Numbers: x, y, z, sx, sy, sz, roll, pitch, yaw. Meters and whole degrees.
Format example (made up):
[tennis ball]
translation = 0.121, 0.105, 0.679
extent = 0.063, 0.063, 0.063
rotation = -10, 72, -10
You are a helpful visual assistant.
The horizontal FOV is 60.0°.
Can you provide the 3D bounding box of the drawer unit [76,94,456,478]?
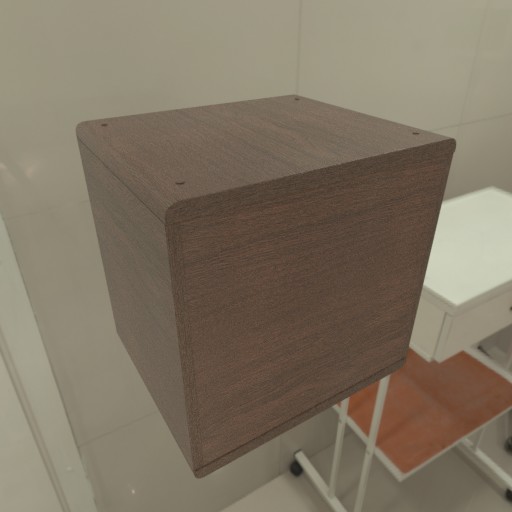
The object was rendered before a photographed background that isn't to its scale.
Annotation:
[drawer unit]
translation = 0.000, 0.000, 0.600
extent = 0.344, 0.344, 0.290
rotation = -18, 35, -27
